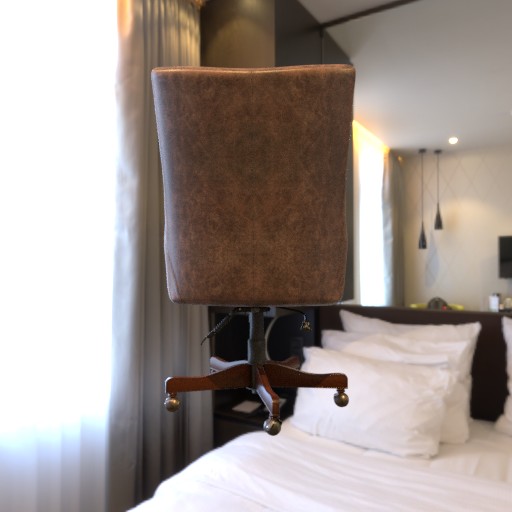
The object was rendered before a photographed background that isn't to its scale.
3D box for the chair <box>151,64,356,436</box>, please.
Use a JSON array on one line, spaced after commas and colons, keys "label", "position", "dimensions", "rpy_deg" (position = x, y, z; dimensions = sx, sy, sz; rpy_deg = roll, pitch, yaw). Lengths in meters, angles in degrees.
[{"label": "chair", "position": [0.000, 0.000, 1.484], "dimensions": [0.641, 1.035, 0.762], "rpy_deg": [0, -1, 2]}]
